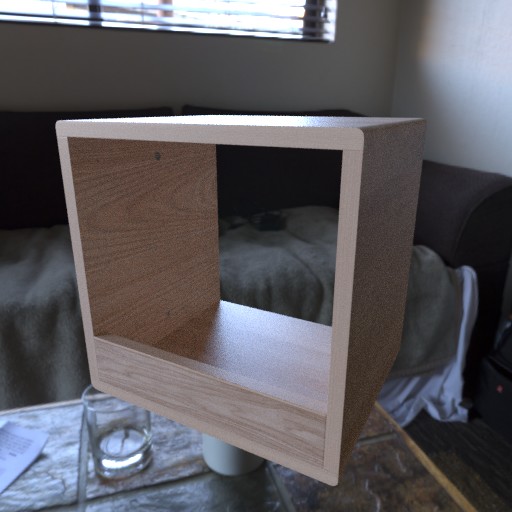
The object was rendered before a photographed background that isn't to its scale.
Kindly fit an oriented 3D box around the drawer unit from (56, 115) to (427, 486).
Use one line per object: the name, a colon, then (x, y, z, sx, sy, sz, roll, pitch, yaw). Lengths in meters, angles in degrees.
drawer unit: (0.000, 0.000, 0.583, 0.344, 0.344, 0.290, 10, 21, 27)
